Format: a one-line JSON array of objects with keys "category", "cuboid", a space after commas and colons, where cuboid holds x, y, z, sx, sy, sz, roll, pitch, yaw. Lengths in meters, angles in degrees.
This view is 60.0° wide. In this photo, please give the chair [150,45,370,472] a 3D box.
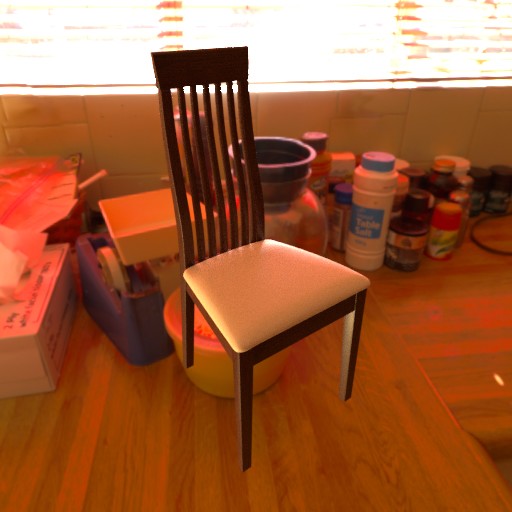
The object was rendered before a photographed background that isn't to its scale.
[{"category": "chair", "cuboid": [0.000, 0.000, 1.245, 0.460, 1.027, 0.474, -21, 36, -32]}]
